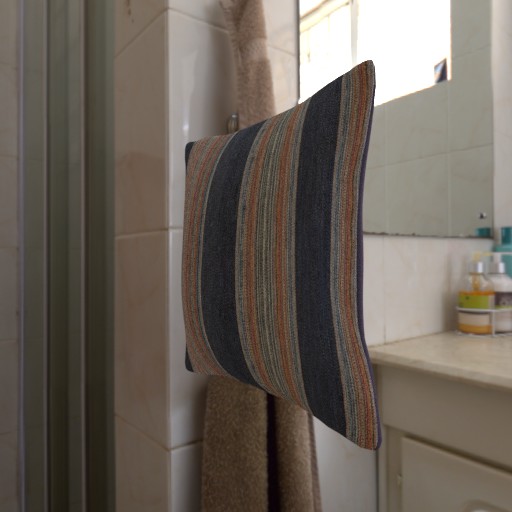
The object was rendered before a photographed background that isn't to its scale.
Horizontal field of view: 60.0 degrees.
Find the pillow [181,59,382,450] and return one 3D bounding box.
[{"bbox_3d":[0.000,0.000,0.640,0.136,0.419,0.437,0,-1,-36],"label":"pillow"}]
